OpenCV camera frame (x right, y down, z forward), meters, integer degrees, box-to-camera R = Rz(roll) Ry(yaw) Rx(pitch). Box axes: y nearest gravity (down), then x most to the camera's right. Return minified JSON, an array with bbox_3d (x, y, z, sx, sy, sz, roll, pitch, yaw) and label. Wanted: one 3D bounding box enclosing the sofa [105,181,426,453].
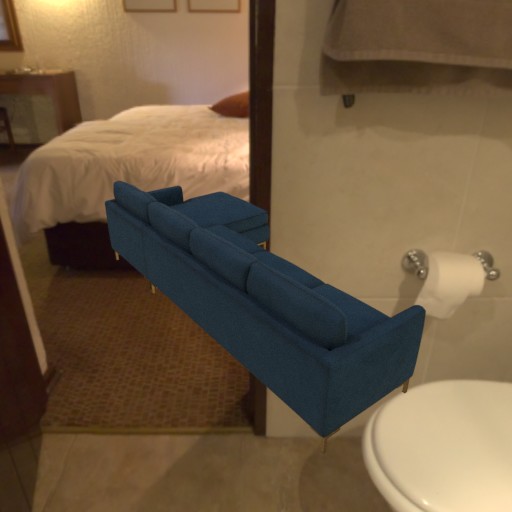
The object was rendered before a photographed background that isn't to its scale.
[{"bbox_3d":[0.000,0.000,3.533,1.350,0.810,2.932,-19,32,-33],"label":"sofa"}]
